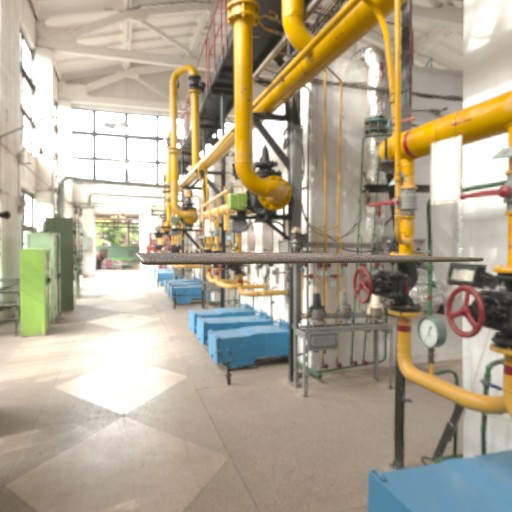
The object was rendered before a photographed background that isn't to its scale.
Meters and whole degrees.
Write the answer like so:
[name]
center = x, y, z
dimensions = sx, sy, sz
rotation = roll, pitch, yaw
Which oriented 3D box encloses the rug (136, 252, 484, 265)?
[rug]
center = 0.000, 0.000, 2.206
dimensions = 1.144, 0.014, 1.748
rotation = 0, 1, -16
